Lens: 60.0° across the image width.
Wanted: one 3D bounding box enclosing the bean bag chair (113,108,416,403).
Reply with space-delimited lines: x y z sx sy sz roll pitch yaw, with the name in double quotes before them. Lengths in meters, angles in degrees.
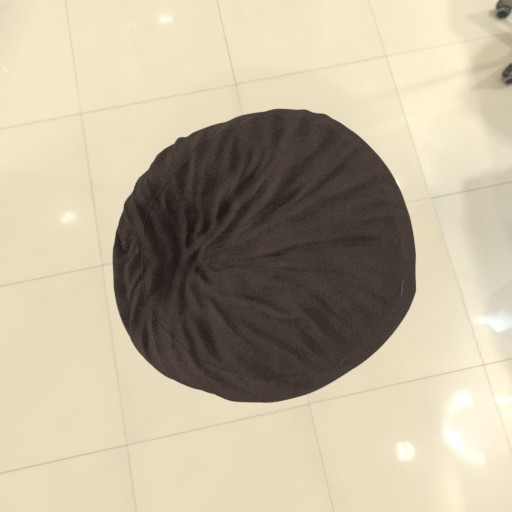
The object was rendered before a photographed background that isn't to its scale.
"bean bag chair" 0.000 0.000 1.986 1.245 0.821 1.245 0 77 0
